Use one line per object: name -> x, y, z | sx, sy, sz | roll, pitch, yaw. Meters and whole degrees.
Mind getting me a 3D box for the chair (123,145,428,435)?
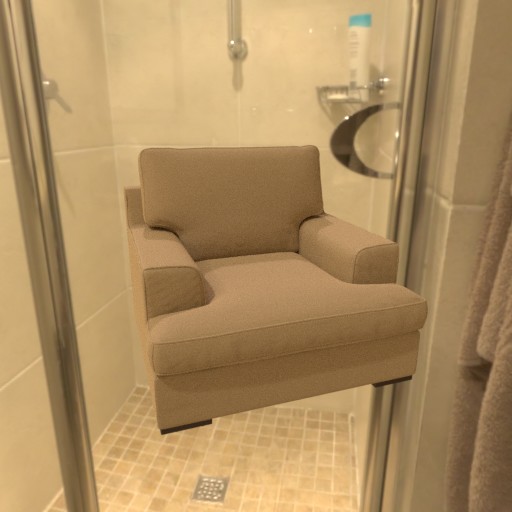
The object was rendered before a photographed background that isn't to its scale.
chair -> 0.000, 0.000, 2.166 | 1.293, 1.005, 1.274 | -8, 19, -25
